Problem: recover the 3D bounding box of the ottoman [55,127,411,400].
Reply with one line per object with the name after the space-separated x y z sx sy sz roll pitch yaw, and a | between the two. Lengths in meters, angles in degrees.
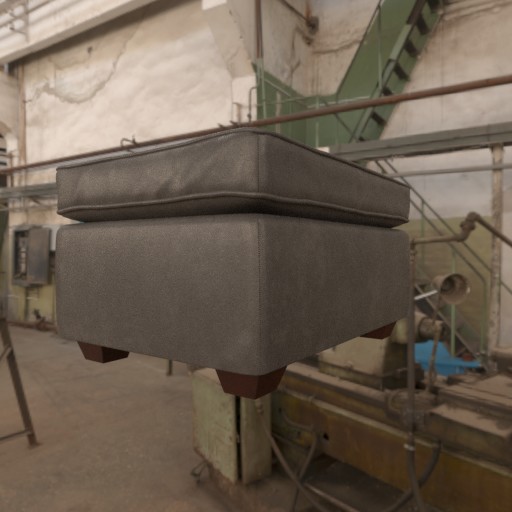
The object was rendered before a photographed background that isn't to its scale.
0.000 0.000 1.089 0.554 0.445 0.756 1 1 35 | ottoman
